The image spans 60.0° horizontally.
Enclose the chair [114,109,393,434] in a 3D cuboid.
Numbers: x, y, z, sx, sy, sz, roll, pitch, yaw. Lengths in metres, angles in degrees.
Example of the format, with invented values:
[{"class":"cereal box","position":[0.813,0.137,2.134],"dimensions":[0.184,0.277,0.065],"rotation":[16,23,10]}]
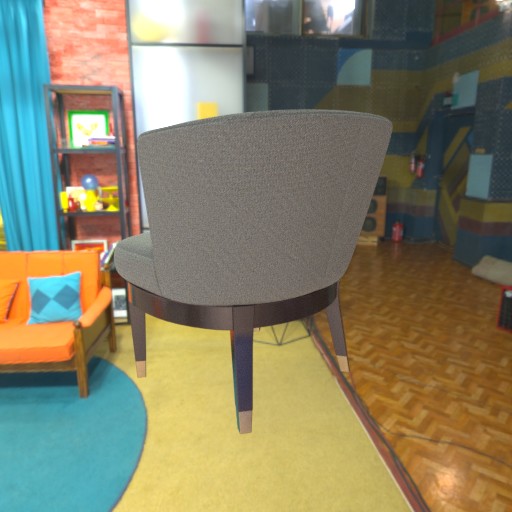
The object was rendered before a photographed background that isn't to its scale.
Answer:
[{"class":"chair","position":[0.000,0.000,1.283],"dimensions":[0.660,0.760,0.700],"rotation":[13,18,43]}]
